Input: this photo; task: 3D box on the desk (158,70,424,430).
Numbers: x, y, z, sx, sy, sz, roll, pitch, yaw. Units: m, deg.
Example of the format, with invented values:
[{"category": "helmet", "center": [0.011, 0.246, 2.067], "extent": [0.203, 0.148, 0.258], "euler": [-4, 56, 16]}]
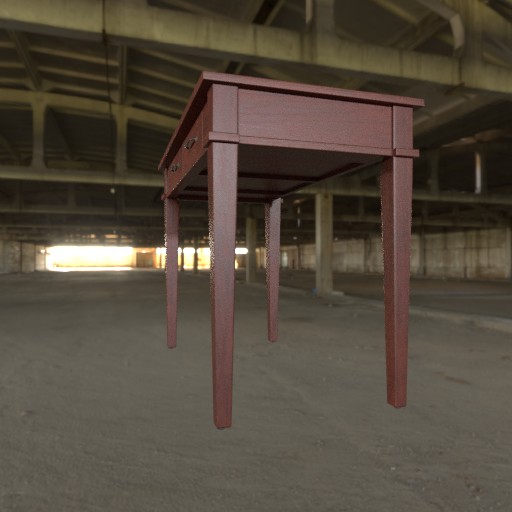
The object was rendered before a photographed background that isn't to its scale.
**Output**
[{"category": "desk", "center": [0.000, 0.000, 1.475], "extent": [0.549, 0.762, 1.001], "euler": [0, 0, -18]}]
